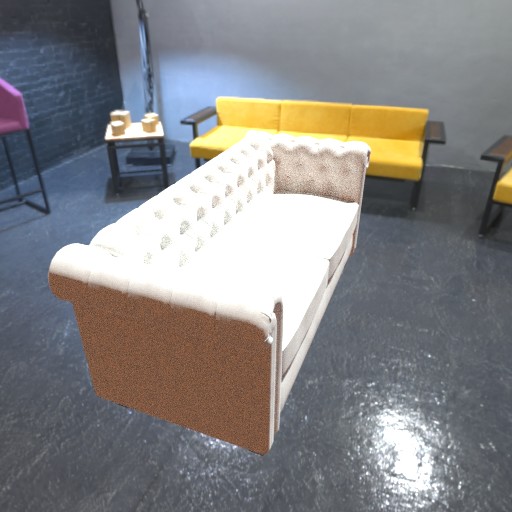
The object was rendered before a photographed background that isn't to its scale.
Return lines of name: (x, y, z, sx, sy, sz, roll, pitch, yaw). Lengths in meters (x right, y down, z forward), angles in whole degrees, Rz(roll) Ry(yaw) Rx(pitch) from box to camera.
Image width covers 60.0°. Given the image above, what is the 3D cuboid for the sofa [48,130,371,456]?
sofa: (0.000, 0.000, 2.202, 0.771, 0.796, 1.798, 11, 32, 19)
